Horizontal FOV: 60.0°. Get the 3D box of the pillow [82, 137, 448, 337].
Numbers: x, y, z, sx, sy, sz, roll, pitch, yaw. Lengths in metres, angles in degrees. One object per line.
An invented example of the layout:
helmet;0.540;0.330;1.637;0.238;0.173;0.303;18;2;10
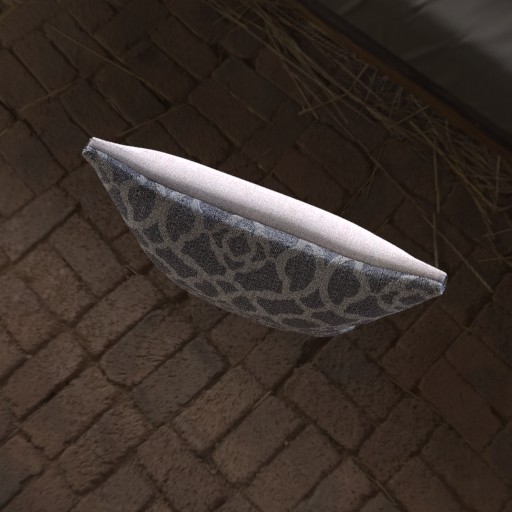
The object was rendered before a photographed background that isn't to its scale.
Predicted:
pillow;0.000;0.000;0.807;0.508;0.498;0.215;22;77;5
